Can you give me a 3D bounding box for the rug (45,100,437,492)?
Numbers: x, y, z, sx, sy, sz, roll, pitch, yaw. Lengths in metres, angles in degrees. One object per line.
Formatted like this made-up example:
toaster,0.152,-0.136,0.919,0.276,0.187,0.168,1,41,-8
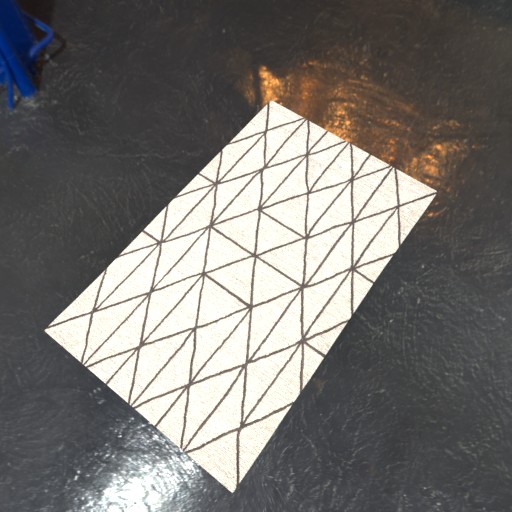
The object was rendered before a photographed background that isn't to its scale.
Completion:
rug,0.000,0.000,3.057,1.526,0.008,2.465,34,69,15
